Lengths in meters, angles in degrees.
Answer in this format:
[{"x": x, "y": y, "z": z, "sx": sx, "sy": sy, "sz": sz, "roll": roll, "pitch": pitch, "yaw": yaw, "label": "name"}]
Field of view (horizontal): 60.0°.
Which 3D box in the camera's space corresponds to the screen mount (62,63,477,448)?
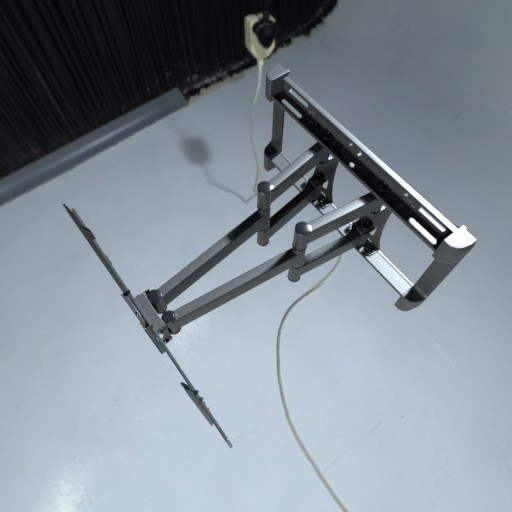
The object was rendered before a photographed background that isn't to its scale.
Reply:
[{"x": 0.000, "y": 0.000, "z": 1.117, "sx": 0.644, "sy": 0.491, "sz": 0.661, "roll": -34, "pitch": 68, "yaw": -16, "label": "screen mount"}]
